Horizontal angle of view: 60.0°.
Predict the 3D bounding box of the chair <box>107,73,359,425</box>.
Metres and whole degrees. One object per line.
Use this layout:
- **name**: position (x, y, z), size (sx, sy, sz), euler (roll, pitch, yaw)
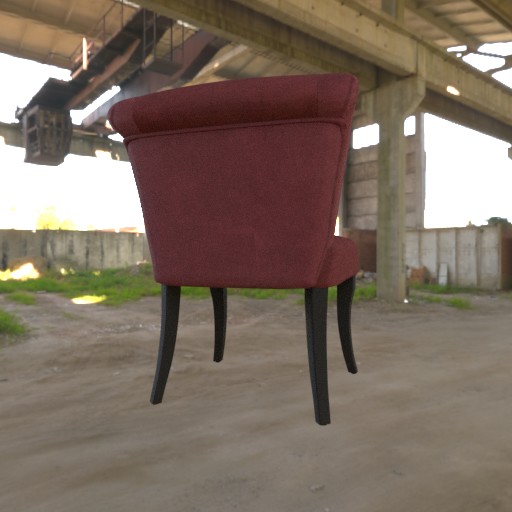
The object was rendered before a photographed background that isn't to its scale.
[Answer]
- **chair**: position (0.000, 0.000, 1.200), size (0.582, 0.750, 0.605), euler (0, 1, 18)
